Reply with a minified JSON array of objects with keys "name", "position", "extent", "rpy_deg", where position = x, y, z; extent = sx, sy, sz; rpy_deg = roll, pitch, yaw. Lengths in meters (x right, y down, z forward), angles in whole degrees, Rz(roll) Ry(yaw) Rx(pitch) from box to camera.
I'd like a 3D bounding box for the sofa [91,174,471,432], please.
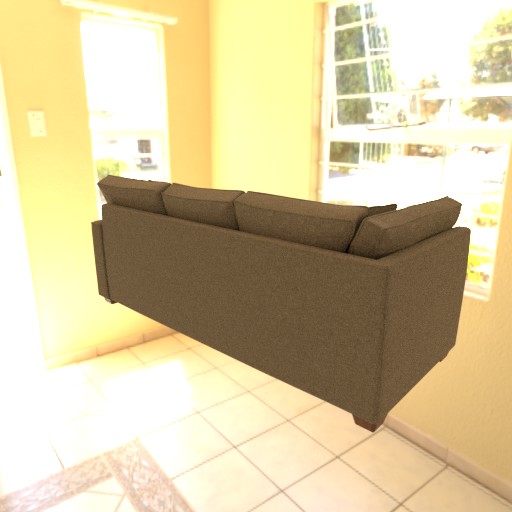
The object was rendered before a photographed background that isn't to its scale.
[{"name":"sofa","position":[0.000,0.000,2.872],"extent":[2.317,0.962,1.061],"rpy_deg":[14,21,41]}]
